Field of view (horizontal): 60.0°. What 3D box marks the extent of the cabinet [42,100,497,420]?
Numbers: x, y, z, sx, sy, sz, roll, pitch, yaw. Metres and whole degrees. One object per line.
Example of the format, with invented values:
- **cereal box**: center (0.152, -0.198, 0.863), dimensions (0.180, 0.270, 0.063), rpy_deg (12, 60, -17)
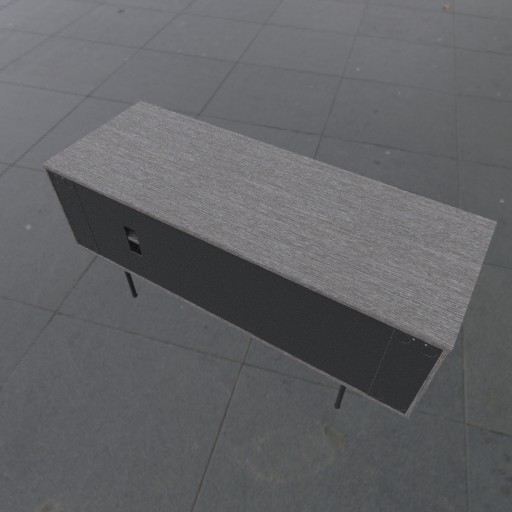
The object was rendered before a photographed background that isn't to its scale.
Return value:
- **cabinet**: center (0.000, 0.000, 1.553), dimensions (1.300, 0.599, 0.500), rpy_deg (24, 52, 20)
